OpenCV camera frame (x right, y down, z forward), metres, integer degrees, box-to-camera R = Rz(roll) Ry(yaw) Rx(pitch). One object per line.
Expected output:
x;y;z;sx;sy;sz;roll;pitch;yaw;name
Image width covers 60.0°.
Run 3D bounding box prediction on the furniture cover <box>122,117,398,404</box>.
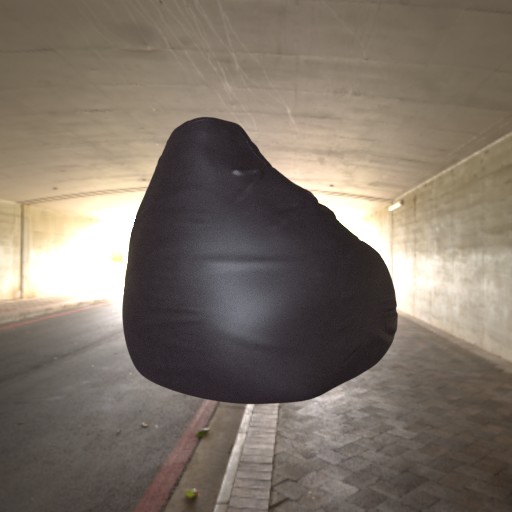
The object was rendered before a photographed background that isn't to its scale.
0.000;0.000;1.892;1.070;0.990;1.070;0;-1;37;furniture cover
